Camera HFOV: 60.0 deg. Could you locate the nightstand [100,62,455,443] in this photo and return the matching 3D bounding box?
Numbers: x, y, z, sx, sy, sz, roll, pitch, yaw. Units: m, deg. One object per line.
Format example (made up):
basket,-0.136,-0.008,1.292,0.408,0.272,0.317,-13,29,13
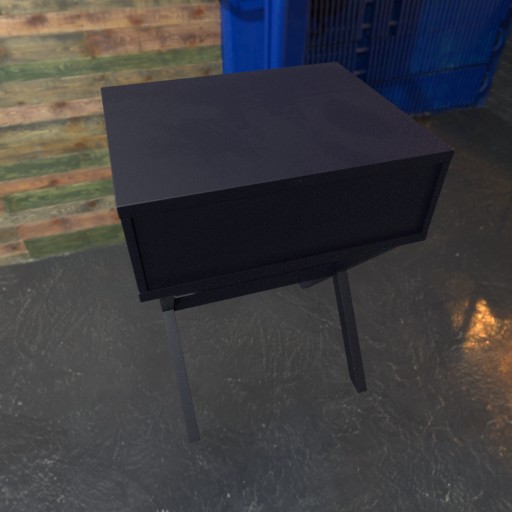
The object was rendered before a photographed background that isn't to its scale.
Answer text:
nightstand,0.000,0.000,0.938,0.479,0.623,0.402,-12,43,-13
